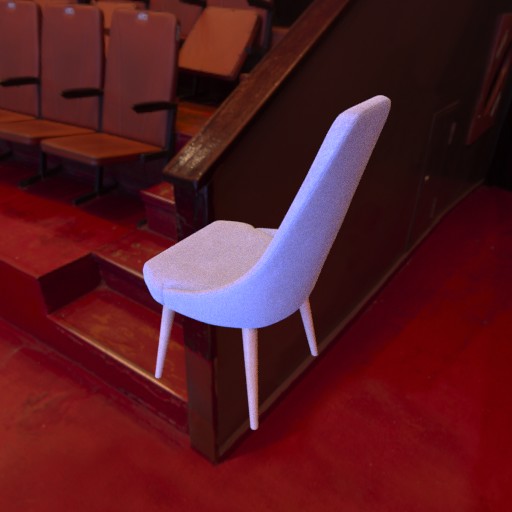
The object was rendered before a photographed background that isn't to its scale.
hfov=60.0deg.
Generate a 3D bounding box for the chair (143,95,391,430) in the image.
[{"bbox_3d":[0.000,0.000,1.421,0.660,1.040,0.510,20,37,29],"label":"chair"}]
